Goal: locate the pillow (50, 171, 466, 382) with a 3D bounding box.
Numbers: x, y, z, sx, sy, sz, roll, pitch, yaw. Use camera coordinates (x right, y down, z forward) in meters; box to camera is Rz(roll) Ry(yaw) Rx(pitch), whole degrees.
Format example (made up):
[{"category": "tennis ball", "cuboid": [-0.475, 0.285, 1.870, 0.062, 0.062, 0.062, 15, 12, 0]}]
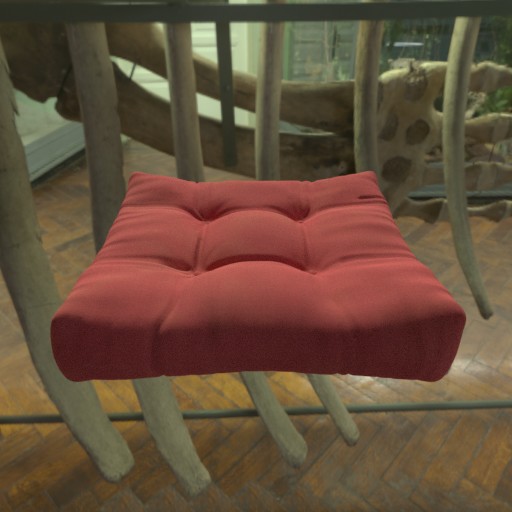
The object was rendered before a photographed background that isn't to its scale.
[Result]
[{"category": "pillow", "cuboid": [0.000, 0.000, 0.704, 0.490, 0.128, 0.468, -1, 32, -1]}]
